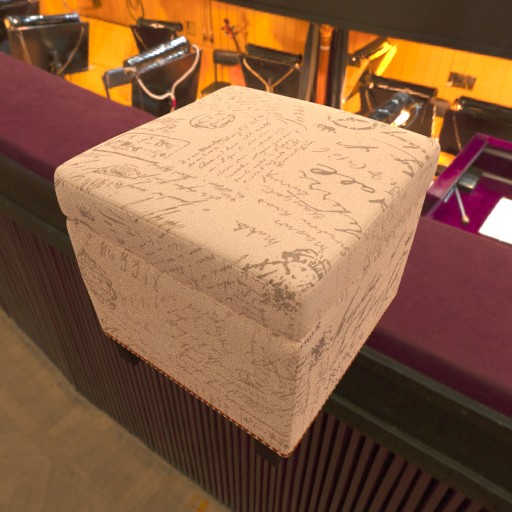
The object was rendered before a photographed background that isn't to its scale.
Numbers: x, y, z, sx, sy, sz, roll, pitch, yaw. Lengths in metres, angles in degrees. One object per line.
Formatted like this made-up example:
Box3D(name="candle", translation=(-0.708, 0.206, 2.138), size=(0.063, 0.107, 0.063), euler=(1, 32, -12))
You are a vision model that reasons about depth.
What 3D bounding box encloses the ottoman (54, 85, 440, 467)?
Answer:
Box3D(name="ottoman", translation=(0.000, 0.000, 0.816), size=(0.449, 0.457, 0.450), euler=(25, 47, 26))
